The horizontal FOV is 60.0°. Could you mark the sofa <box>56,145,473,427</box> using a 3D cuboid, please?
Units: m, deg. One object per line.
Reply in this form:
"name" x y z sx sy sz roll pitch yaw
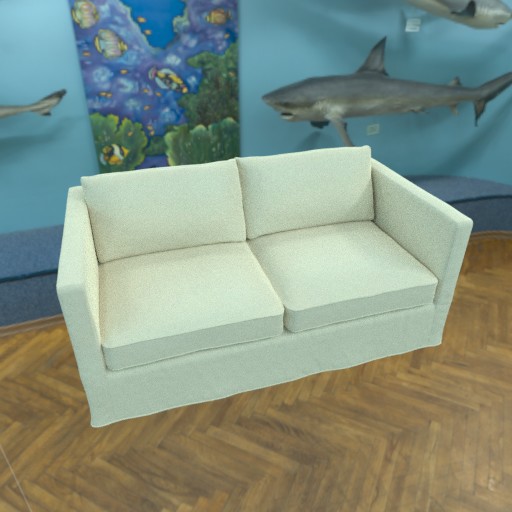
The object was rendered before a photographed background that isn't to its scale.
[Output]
"sofa" 0.000 0.000 2.240 1.746 0.834 0.962 -9 32 -15
